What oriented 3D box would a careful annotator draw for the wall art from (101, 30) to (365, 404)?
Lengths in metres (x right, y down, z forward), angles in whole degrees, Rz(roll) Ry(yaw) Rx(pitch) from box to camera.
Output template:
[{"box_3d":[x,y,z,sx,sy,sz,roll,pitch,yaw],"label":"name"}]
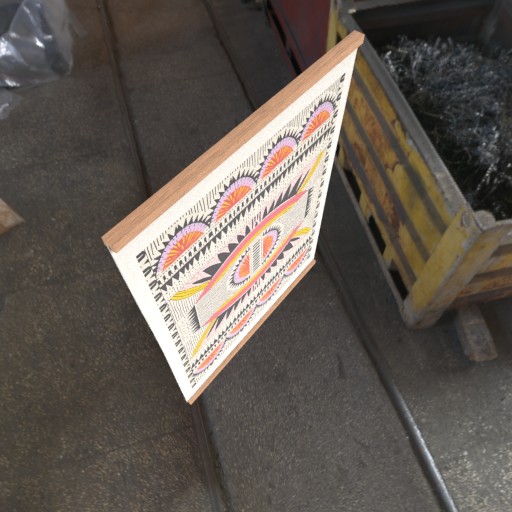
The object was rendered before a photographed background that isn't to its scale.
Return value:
[{"box_3d":[0.000,0.000,1.302,0.028,1.016,0.765,35,64,20],"label":"wall art"}]
